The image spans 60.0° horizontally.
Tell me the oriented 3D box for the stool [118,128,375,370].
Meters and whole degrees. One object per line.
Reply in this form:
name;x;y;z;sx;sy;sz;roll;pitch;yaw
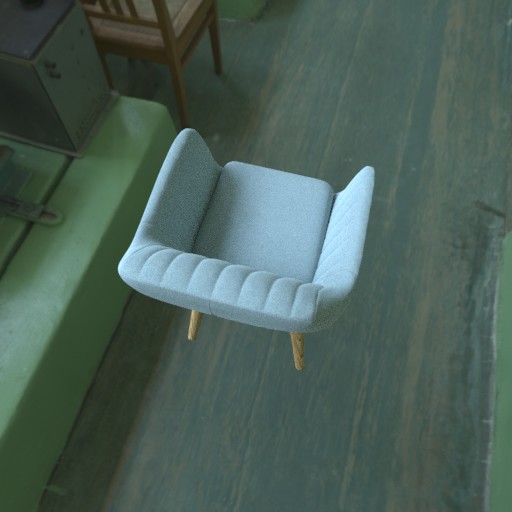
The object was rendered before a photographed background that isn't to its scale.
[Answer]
stool;0.000;0.000;1.206;0.503;0.830;0.590;14;65;6
